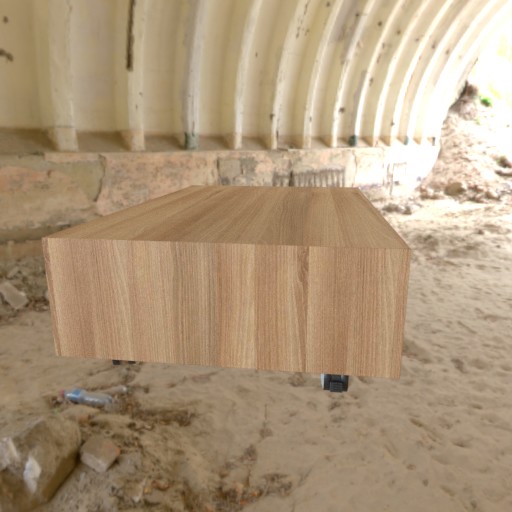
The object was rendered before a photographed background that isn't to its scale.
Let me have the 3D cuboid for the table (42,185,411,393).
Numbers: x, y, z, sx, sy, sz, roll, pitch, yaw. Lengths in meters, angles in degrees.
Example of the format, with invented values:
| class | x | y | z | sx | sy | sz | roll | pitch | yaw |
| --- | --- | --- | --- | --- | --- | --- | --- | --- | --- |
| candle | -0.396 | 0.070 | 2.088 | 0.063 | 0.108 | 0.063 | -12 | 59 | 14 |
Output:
| class | x | y | z | sx | sy | sz | roll | pitch | yaw |
| --- | --- | --- | --- | --- | --- | --- | --- | --- | --- |
| table | 0.000 | 0.000 | 1.393 | 0.700 | 0.330 | 1.100 | 2 | 15 | 7 |
